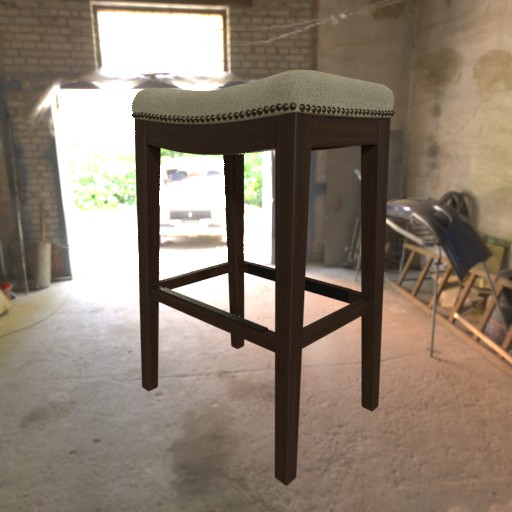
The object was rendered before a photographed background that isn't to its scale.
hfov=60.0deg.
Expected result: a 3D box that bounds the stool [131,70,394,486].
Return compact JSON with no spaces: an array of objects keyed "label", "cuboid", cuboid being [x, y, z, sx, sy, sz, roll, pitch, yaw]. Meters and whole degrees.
[{"label":"stool","cuboid":[0.000,0.000,1.056,0.509,0.768,0.363,14,21,42]}]
